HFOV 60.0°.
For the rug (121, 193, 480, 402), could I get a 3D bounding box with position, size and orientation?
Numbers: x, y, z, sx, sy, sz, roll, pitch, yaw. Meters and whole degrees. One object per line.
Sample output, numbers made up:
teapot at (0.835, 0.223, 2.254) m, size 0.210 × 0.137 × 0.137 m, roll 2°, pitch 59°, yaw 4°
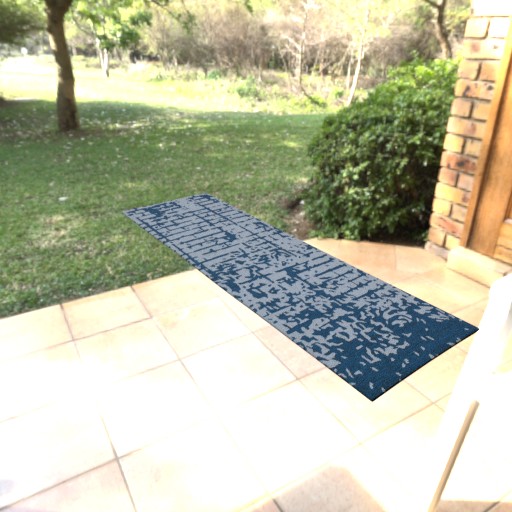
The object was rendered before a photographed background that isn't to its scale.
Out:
rug at (0.000, 0.000, 2.703) m, size 0.750 × 0.011 × 2.435 m, roll -18°, pitch 32°, yaw -32°
